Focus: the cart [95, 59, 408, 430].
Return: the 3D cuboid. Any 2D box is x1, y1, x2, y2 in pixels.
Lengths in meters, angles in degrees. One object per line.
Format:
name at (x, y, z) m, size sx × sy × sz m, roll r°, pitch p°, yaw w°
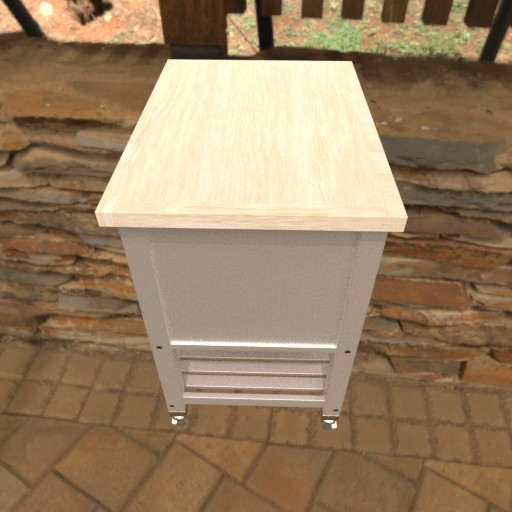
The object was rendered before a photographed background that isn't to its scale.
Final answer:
cart at (0.000, 0.000, 1.380) m, size 0.559 × 0.914 × 0.762 m, roll 1°, pitch 43°, yaw 1°
